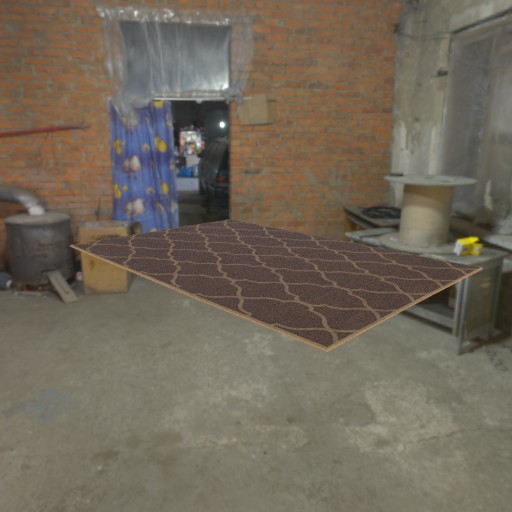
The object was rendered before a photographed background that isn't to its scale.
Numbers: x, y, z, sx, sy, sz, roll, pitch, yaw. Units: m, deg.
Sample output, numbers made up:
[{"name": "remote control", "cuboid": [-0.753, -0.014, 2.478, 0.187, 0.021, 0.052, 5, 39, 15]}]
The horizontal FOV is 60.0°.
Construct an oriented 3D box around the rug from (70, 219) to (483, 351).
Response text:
[{"name": "rug", "cuboid": [0.000, 0.000, 2.905, 1.528, 0.014, 2.294, -14, 20, -42]}]
